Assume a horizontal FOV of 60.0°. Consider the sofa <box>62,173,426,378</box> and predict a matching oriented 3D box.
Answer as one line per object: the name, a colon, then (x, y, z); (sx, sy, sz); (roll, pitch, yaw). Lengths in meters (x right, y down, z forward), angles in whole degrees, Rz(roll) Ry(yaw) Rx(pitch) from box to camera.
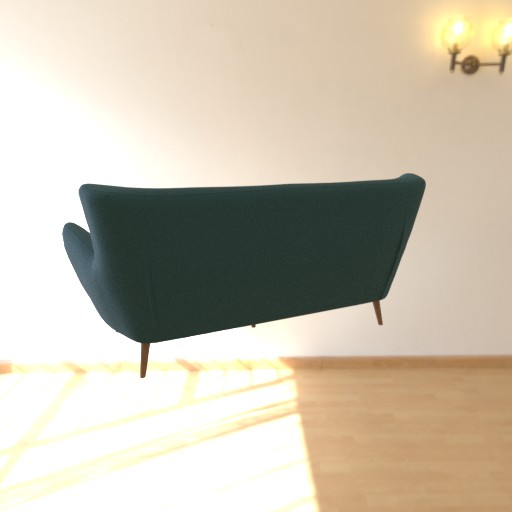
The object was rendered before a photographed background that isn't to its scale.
sofa: (0.000, 0.000, 2.473); (1.930, 0.890, 0.889); (-7, 15, -26)
